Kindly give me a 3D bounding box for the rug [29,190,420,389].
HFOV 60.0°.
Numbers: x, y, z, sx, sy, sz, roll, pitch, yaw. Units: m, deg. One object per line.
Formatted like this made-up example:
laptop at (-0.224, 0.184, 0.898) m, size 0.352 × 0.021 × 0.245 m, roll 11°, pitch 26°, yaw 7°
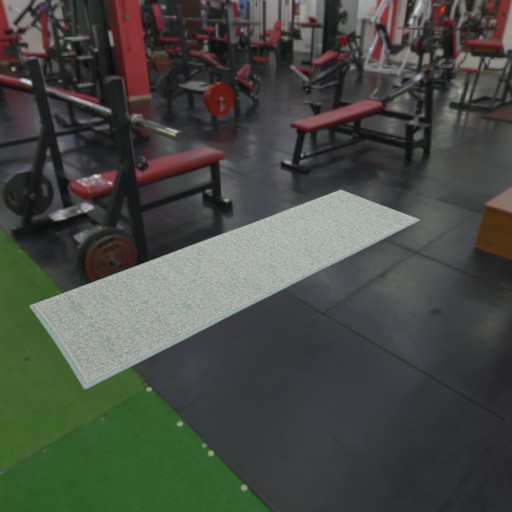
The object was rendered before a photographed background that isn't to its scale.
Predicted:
rug at (0.000, 0.000, 2.446) m, size 2.196 × 0.011 × 0.662 m, roll -23°, pitch 38°, yaw -34°
